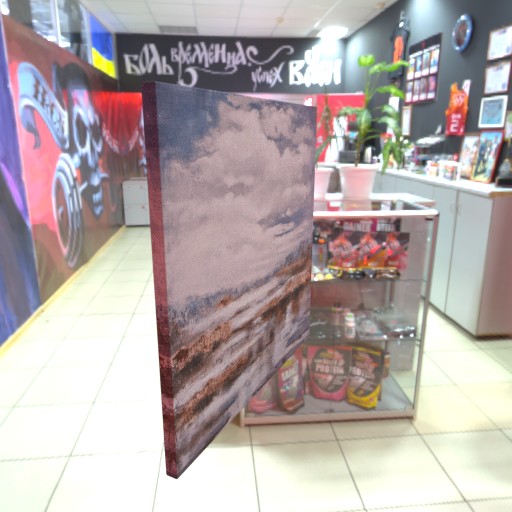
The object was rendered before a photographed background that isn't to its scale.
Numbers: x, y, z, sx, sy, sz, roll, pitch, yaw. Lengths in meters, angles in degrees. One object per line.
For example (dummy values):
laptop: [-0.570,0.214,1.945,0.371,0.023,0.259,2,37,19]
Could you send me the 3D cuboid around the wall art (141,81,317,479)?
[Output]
wall art: [0.000,0.000,1.516,0.040,1.020,1.010,8,17,26]
